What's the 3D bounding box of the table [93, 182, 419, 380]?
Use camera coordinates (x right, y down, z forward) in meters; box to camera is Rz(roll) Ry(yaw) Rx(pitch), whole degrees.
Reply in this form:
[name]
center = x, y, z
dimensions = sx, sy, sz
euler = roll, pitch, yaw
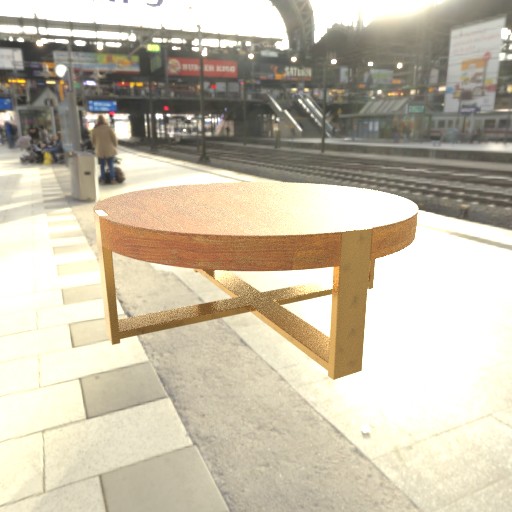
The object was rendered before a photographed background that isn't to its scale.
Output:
[table]
center = 0.000, 0.000, 1.654
dimensions = 1.100, 0.420, 1.100
euler = 0, 16, 0
